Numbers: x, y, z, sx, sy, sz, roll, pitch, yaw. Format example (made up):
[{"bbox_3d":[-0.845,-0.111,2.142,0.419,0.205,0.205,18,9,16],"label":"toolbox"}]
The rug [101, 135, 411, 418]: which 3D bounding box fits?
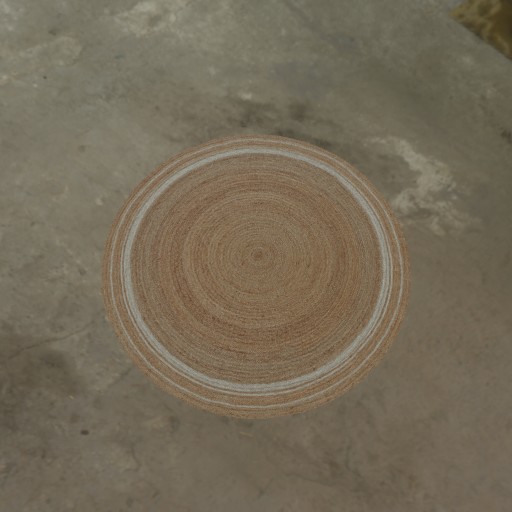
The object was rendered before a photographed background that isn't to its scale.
[{"bbox_3d":[0.000,0.000,3.543,2.444,0.015,2.444,0,65,0],"label":"rug"}]
